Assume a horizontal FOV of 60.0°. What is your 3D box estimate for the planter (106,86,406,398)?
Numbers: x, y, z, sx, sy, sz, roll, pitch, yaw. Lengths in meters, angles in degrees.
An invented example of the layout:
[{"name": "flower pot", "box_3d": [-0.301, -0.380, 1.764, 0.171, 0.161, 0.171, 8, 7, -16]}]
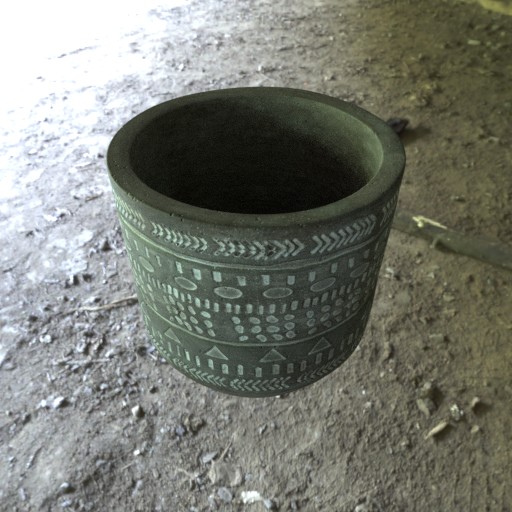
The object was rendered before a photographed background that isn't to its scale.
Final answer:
[{"name": "planter", "box_3d": [0.000, 0.000, 0.262, 0.142, 0.149, 0.142, 0, 41, 0]}]
